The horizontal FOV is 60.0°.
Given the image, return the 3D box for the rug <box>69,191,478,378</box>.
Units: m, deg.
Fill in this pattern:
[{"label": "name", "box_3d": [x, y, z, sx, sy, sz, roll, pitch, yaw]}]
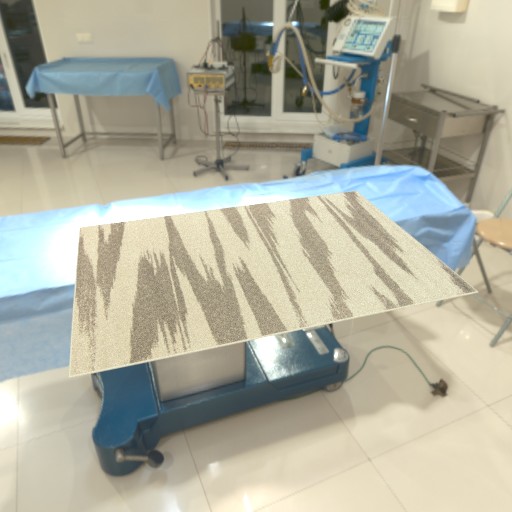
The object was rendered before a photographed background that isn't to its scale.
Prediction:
[{"label": "rug", "box_3d": [0.000, 0.000, 2.359, 1.827, 0.008, 1.225, -9, 33, -14]}]
